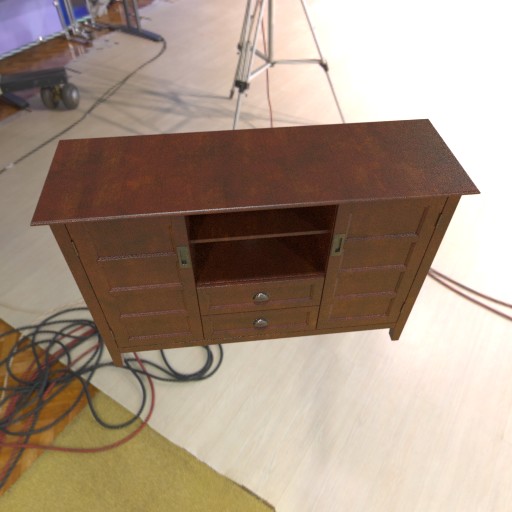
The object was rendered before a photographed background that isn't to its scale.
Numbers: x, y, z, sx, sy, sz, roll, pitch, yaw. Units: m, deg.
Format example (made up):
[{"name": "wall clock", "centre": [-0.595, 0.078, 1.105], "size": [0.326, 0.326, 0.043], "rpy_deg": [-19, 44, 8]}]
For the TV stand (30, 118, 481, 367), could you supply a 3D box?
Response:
[{"name": "TV stand", "centre": [0.000, 0.000, 1.821], "size": [1.372, 0.915, 0.445], "rpy_deg": [-5, 47, -4]}]
